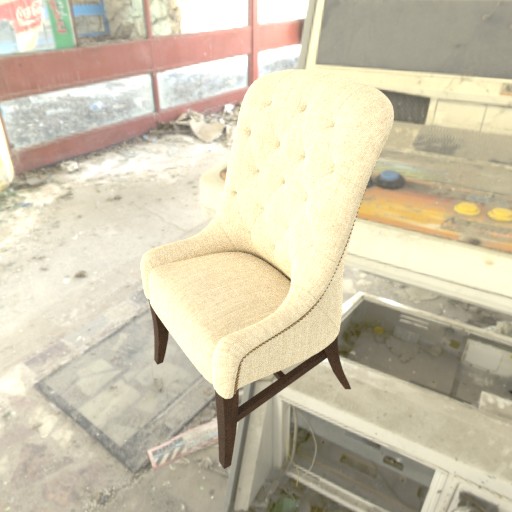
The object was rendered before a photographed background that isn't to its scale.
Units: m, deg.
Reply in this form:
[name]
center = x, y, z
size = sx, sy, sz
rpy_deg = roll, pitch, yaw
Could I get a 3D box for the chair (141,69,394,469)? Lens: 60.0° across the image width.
[chair]
center = 0.000, 0.000, 1.474
size = 0.629, 1.091, 0.634
rpy_deg = -19, 36, -28
